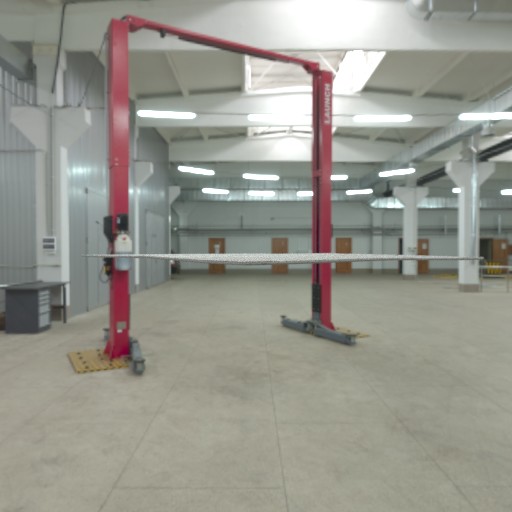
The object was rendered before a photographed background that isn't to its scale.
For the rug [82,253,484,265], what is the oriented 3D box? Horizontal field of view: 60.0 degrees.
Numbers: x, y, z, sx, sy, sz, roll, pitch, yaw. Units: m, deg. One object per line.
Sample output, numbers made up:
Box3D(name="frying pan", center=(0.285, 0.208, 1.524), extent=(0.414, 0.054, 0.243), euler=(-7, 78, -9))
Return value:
Box3D(name="rug", center=(0.000, 0.000, 4.285), extent=(2.434, 0.045, 3.202), euler=(-1, 1, -36))
